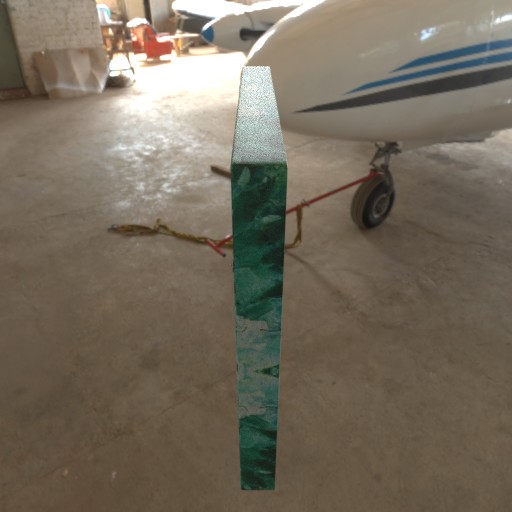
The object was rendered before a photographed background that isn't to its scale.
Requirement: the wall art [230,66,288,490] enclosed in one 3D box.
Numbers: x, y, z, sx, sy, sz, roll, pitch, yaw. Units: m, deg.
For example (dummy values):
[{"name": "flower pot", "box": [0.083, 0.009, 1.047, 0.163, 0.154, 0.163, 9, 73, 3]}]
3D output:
[{"name": "wall art", "box": [0.000, 0.000, 0.455, 0.033, 0.313, 0.313, 0, 32, 0]}]
